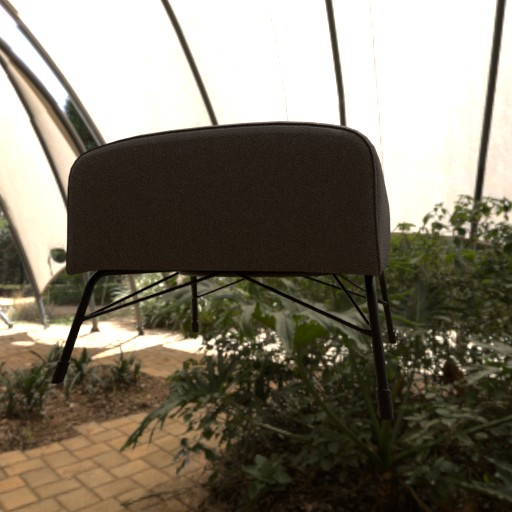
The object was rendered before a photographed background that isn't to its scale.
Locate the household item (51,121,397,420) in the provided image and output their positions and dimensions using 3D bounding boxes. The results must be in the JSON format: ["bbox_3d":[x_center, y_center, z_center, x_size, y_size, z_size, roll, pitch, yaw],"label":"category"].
[{"bbox_3d":[0.000,0.000,0.882,0.530,0.410,0.530,0,0,18],"label":"household item"}]
